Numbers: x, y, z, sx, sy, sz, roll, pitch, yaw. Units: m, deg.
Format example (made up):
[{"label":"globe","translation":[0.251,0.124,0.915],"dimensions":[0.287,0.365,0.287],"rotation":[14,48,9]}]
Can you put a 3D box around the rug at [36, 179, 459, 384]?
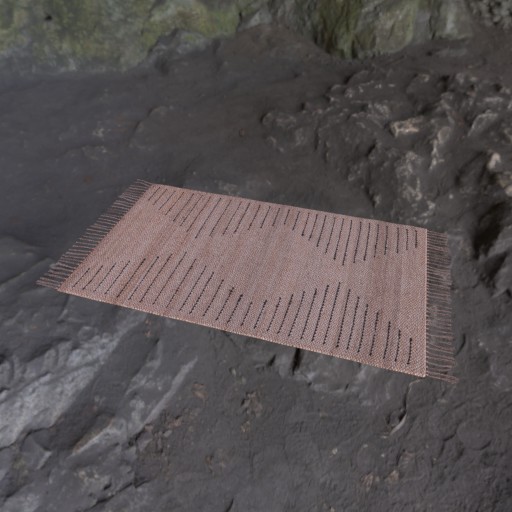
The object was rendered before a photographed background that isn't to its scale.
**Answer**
[{"label":"rug","translation":[0.000,0.000,2.027],"dimensions":[1.718,0.017,0.905],"rotation":[11,42,13]}]
